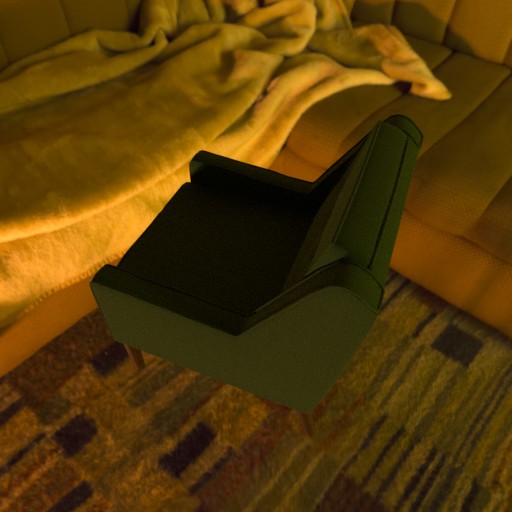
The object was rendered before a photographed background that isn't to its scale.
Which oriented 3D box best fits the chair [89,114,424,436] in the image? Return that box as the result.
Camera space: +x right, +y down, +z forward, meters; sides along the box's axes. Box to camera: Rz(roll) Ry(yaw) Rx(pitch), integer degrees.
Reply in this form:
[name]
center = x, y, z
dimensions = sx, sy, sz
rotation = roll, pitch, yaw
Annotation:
[chair]
center = 0.000, 0.000, 1.346
dimensions = 0.743, 0.792, 0.663
rotation = 16, 50, 14
